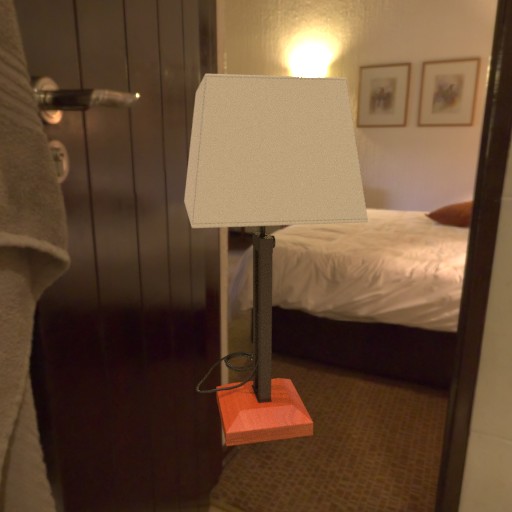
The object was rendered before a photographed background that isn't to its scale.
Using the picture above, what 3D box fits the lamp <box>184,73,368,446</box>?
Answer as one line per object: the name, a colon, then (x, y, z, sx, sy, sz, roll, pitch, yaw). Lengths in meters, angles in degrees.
lamp: (0.000, 0.000, 1.016, 0.310, 0.737, 0.498, -3, 14, -10)
